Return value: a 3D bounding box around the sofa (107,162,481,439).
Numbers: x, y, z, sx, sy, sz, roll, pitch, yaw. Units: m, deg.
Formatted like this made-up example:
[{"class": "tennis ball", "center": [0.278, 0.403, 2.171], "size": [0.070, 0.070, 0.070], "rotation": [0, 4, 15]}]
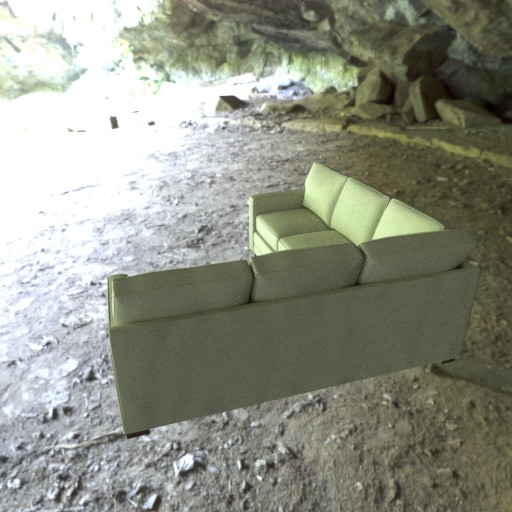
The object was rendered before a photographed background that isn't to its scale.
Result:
[{"class": "sofa", "center": [0.000, 0.000, 3.424], "size": [2.189, 0.939, 2.182], "rotation": [-8, 26, -16]}]
